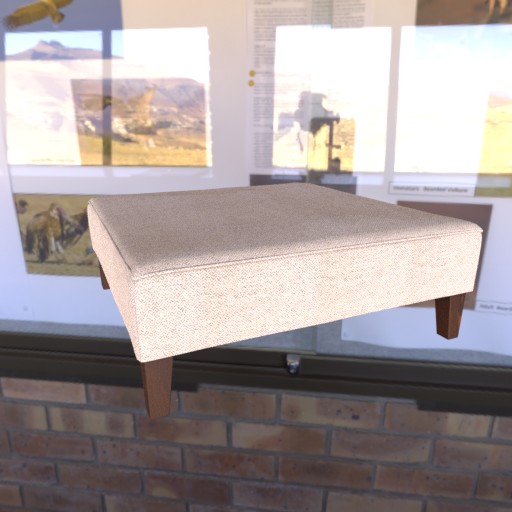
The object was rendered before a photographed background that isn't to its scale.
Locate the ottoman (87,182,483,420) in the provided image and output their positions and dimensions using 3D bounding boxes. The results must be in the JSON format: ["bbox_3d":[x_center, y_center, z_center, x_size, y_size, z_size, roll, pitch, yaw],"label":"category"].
[{"bbox_3d":[0.000,0.000,1.506,0.982,0.381,0.973,-8,19,-24],"label":"ottoman"}]
